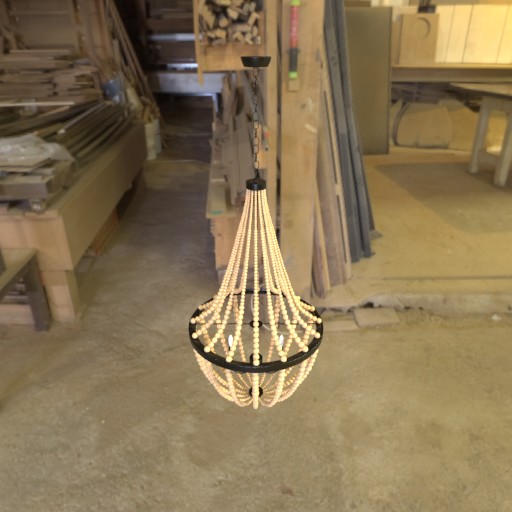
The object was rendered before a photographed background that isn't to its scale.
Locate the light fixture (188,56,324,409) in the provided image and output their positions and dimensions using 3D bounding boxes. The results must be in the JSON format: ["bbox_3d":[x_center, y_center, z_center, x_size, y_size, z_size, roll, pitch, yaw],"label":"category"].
[{"bbox_3d":[0.000,0.000,1.380,0.450,1.133,0.450,0,26,0],"label":"light fixture"}]
